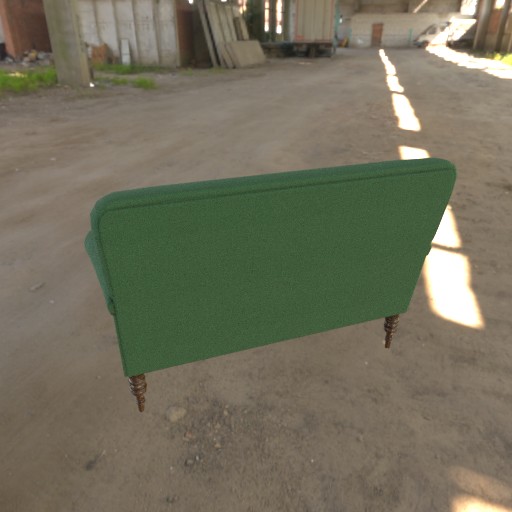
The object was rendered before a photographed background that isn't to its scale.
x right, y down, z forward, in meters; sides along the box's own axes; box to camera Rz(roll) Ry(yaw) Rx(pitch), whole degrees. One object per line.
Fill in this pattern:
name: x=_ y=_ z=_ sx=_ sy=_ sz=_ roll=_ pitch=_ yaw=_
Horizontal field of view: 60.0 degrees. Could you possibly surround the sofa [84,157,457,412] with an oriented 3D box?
sofa: x=0.000 y=0.000 z=1.820 sx=1.297 sy=0.889 sz=0.779 roll=-9 pitch=29 yaw=-18
